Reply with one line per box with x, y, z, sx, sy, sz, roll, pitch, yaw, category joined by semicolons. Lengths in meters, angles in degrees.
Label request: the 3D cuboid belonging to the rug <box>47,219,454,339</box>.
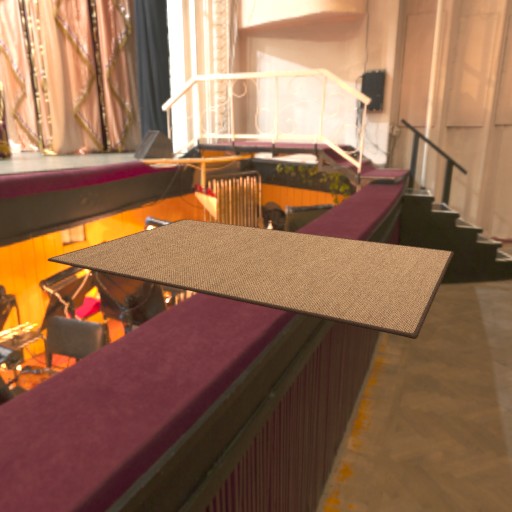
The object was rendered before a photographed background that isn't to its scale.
0.000;0.000;2.151;1.676;0.013;1.067;9;18;27;rug
